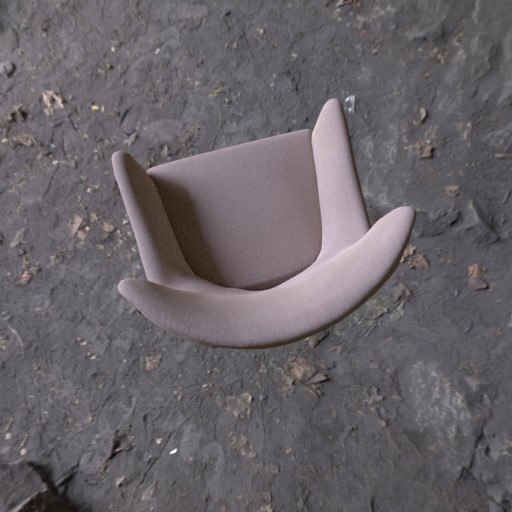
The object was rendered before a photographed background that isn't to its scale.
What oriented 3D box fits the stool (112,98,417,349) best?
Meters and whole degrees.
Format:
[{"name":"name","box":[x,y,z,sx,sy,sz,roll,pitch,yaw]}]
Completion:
[{"name":"stool","box":[0.000,0.000,1.329,0.601,0.951,0.570,-15,77,-4]}]
